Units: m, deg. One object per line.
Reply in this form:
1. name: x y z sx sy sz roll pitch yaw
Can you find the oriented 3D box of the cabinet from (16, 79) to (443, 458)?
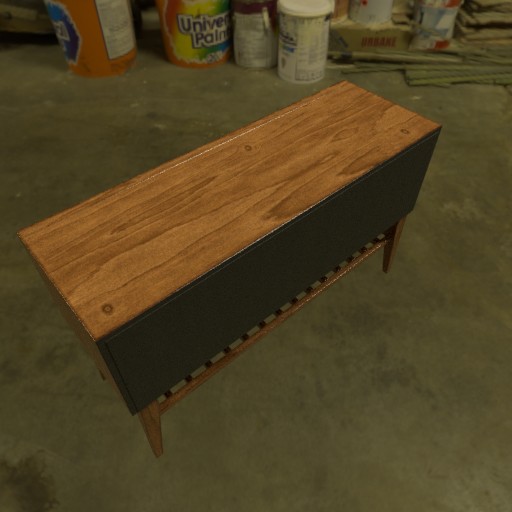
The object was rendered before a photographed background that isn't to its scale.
1. cabinet: 0.000 0.000 1.705 1.363 0.802 0.477 -33 55 -26
